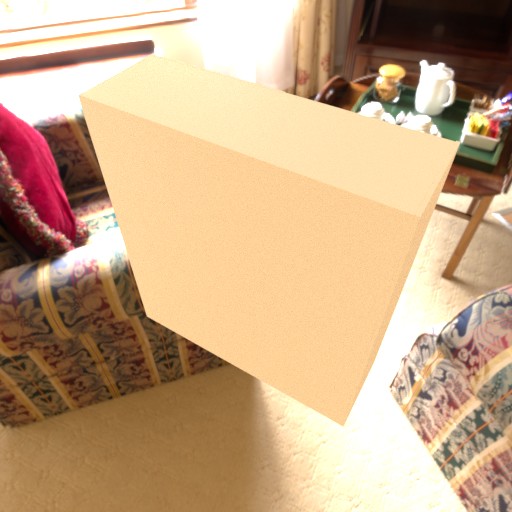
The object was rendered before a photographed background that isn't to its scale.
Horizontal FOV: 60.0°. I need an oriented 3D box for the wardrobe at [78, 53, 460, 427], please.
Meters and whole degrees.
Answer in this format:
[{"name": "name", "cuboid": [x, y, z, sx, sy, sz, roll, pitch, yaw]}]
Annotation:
[{"name": "wardrobe", "cuboid": [0.000, 0.000, 2.923, 1.830, 2.020, 0.600, 24, 52, 21]}]
